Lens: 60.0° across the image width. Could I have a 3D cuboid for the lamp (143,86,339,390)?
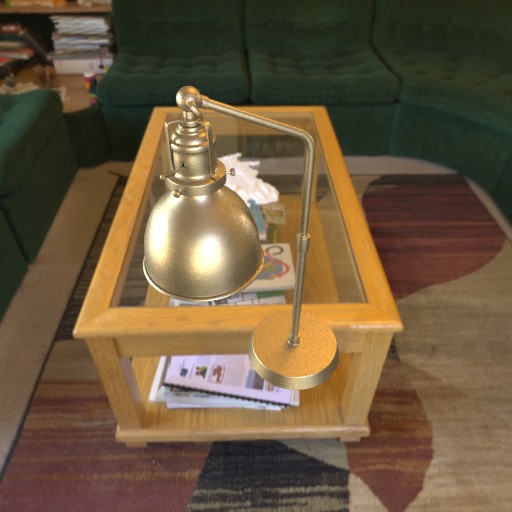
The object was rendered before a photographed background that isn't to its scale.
[{"bbox_3d":[0.000,0.000,0.579,0.286,0.456,0.153,-13,43,-14],"label":"lamp"}]
